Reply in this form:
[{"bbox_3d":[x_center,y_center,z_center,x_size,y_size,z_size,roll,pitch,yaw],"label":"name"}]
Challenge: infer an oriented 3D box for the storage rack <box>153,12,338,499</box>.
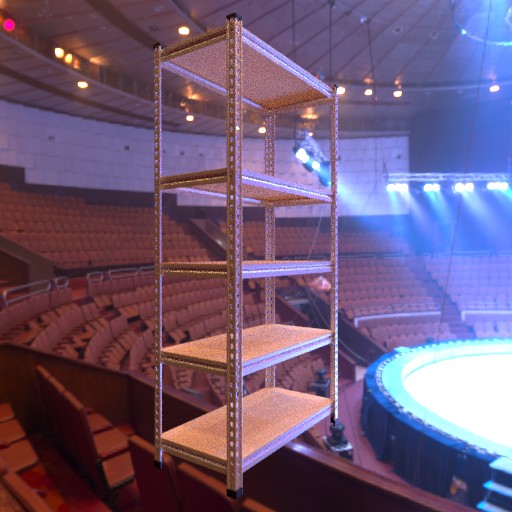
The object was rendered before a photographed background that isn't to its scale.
[{"bbox_3d":[0.000,0.000,2.165,0.457,1.829,0.914,0,0,35],"label":"storage rack"}]
